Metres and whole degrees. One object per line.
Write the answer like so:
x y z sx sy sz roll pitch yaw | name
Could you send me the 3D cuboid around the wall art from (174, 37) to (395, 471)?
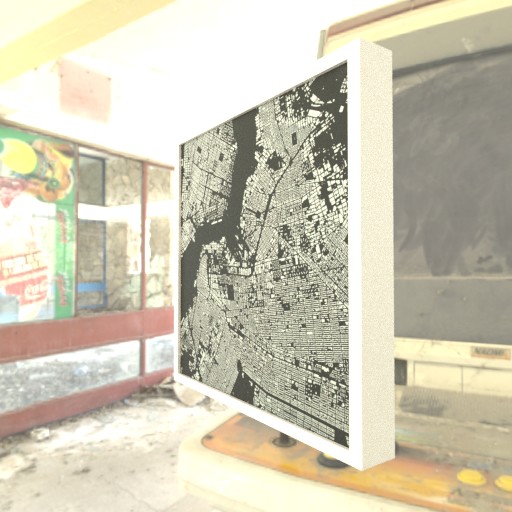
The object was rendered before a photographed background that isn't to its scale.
0.000 0.000 0.446 0.037 0.305 0.305 1 -2 -35 | wall art
